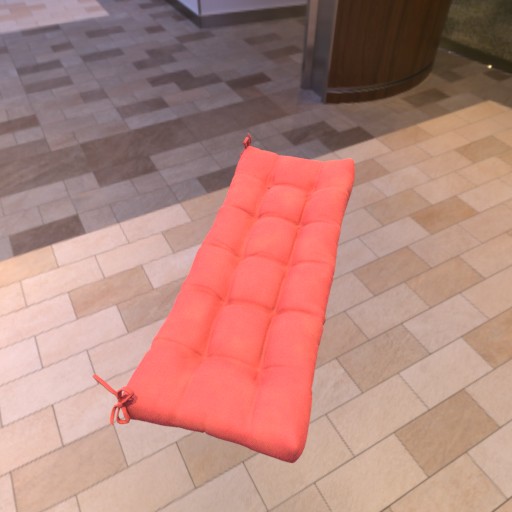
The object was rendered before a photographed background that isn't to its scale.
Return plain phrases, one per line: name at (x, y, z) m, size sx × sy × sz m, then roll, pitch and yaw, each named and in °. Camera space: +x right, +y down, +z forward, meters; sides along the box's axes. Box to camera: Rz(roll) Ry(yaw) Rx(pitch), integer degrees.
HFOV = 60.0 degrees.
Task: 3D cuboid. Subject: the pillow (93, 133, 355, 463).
pillow at (0.000, 0.000, 1.390) m, size 0.511 × 0.174 × 1.194 m, roll 11°, pitch 48°, yaw 10°
